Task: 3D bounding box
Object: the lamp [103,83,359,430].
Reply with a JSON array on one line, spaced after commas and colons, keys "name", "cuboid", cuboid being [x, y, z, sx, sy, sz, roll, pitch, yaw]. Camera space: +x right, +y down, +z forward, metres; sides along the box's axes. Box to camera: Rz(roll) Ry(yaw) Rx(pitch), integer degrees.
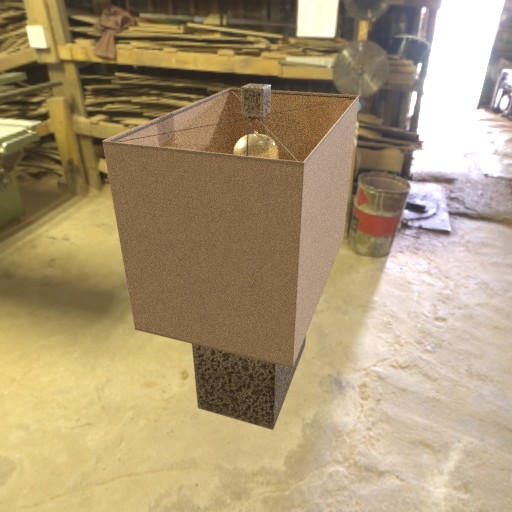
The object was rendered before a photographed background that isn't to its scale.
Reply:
[{"name": "lamp", "cuboid": [0.000, 0.000, 0.567, 0.180, 0.411, 0.294, 10, 31, 17]}]
